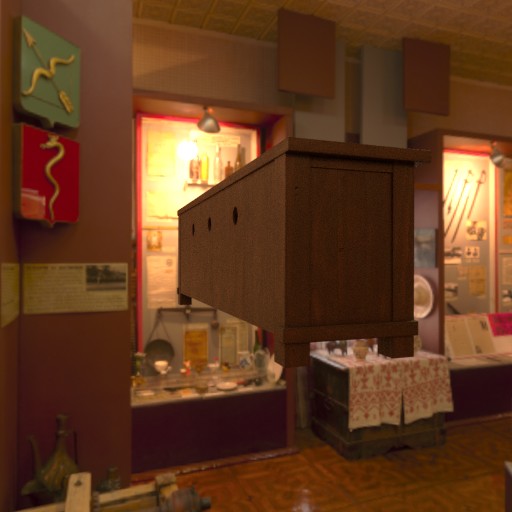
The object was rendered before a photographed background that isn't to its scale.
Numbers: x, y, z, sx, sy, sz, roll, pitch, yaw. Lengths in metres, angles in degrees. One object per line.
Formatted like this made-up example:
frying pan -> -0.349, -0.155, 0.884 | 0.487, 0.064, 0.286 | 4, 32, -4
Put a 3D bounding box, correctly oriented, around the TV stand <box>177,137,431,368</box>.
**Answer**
TV stand -> 0.000, 0.000, 2.117 | 0.471, 0.615, 1.866 | 0, 0, -19
